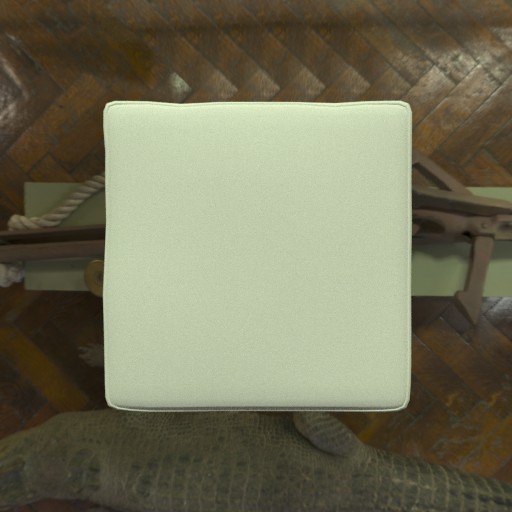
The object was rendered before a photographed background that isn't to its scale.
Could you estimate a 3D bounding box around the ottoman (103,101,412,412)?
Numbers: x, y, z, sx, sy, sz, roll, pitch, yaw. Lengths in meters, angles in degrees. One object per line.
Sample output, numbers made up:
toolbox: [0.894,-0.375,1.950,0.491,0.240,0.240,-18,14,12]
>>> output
ottoman: [0.000,0.000,1.360,0.838,0.479,0.838,0,91,0]
